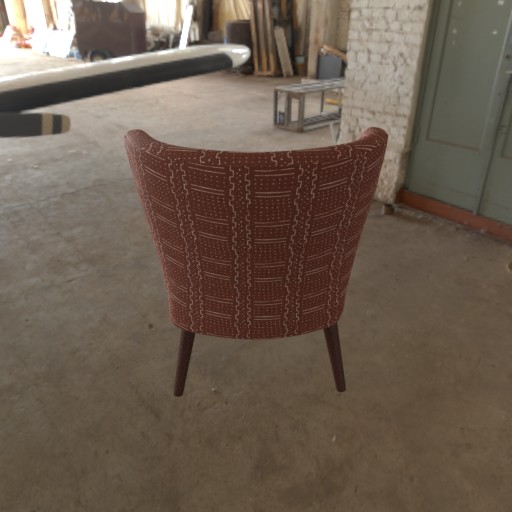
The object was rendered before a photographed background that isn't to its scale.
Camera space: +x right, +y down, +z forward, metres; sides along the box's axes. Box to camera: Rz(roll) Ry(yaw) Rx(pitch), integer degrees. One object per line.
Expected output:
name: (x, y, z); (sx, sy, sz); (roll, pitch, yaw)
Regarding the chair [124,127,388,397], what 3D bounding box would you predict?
chair: (0.000, 0.000, 1.426); (0.706, 0.866, 0.758); (-1, 29, -2)
